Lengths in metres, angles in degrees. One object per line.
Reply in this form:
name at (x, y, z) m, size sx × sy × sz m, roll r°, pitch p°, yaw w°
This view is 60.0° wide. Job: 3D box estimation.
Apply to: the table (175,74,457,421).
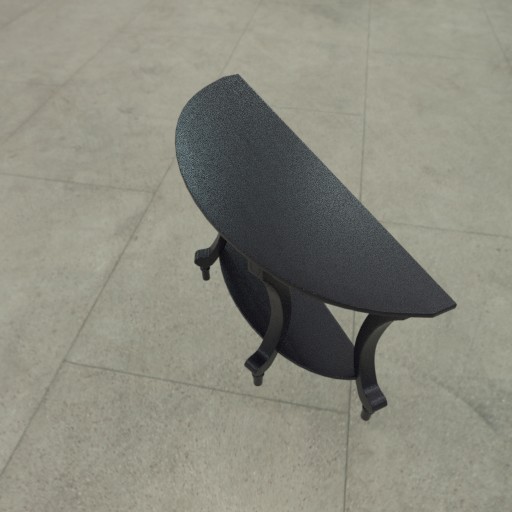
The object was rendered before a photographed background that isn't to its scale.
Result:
table at (0.000, 0.000, 1.509) m, size 0.394 × 0.692 × 1.198 m, roll -18°, pitch 50°, yaw -16°
